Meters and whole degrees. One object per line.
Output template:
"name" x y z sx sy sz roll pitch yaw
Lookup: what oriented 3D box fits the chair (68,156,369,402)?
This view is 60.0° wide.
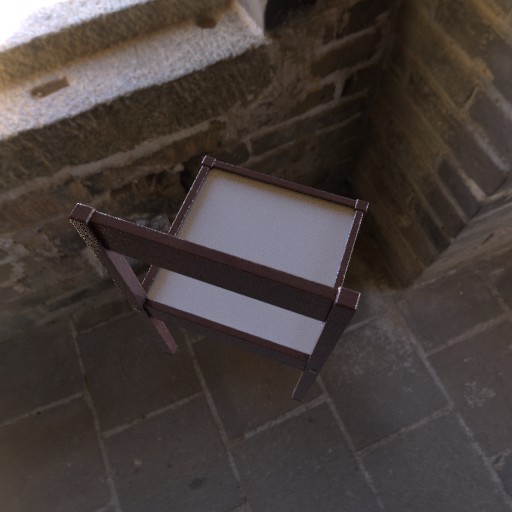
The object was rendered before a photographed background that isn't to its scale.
"chair" 0.000 0.000 0.687 0.285 0.505 0.285 18 65 9
